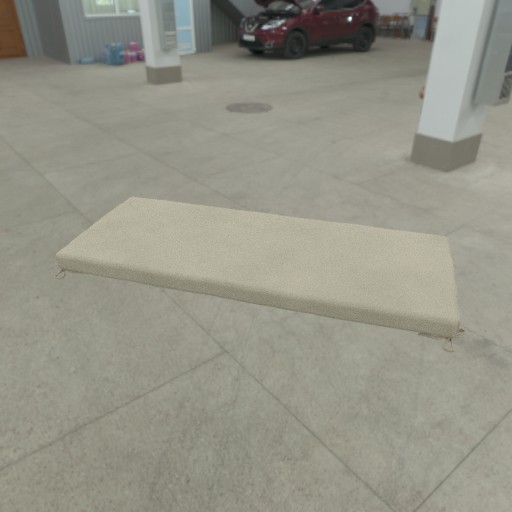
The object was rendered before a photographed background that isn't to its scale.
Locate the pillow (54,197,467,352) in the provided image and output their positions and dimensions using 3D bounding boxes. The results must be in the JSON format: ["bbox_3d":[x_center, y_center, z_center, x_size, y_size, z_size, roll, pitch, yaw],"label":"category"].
[{"bbox_3d":[0.000,0.000,1.372,1.187,0.081,0.492,9,32,14],"label":"pillow"}]
